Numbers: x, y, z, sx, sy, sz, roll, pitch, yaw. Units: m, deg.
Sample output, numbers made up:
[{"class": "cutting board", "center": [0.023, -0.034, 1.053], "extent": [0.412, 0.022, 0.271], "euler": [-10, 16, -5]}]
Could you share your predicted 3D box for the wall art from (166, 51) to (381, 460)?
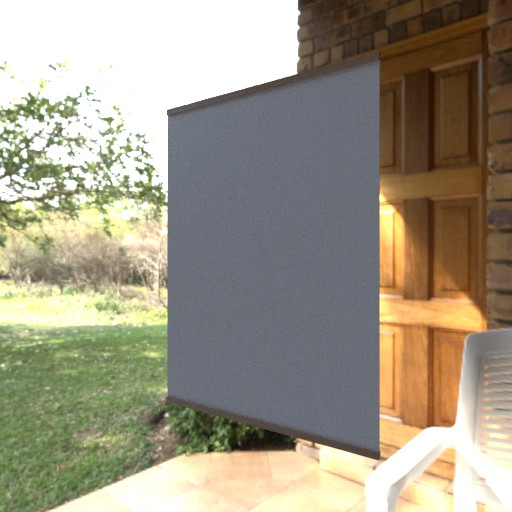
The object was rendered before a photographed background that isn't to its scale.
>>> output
[{"class": "wall art", "center": [0.000, 0.000, 1.327], "extent": [0.758, 1.016, 0.013], "euler": [0, 0, 36]}]
